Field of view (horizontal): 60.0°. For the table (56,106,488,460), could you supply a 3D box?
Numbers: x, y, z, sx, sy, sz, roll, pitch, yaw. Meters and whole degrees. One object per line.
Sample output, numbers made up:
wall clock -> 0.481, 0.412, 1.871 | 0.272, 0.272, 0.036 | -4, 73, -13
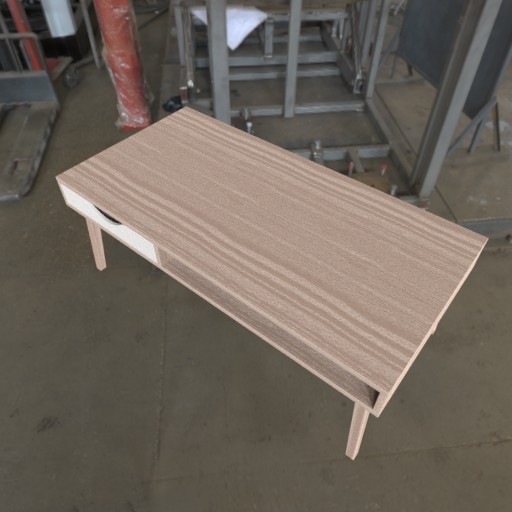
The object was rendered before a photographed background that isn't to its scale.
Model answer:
table -> 0.000, 0.000, 1.509 | 1.200, 0.450, 0.600 | 30, 54, 26
